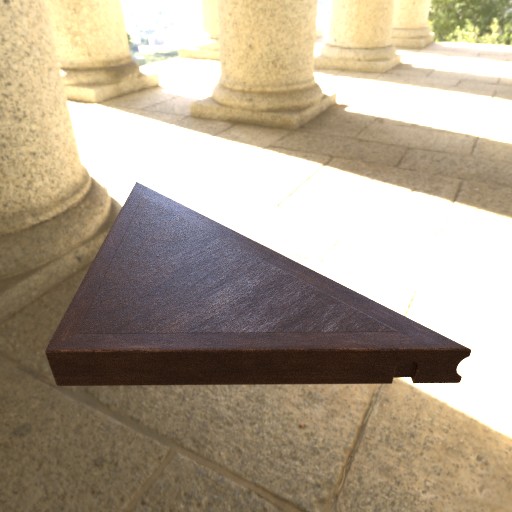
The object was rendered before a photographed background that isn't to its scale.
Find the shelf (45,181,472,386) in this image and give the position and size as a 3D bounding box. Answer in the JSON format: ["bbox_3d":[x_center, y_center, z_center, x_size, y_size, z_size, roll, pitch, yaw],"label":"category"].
[{"bbox_3d":[0.000,0.000,0.439,0.296,0.035,0.296,0,33,-1],"label":"shelf"}]
